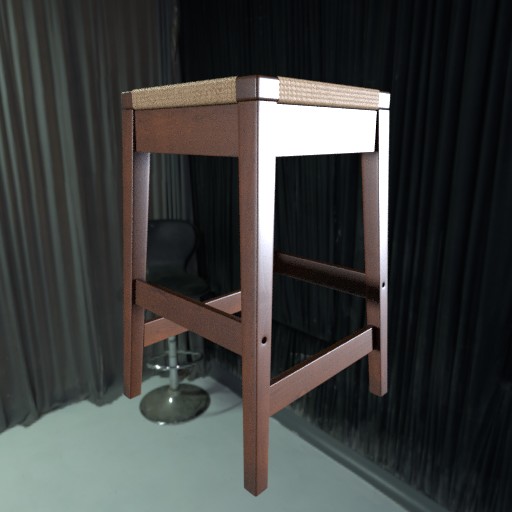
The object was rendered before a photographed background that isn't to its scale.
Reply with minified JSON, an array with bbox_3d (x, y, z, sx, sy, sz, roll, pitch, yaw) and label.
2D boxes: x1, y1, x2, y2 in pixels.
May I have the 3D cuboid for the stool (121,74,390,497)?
[{"bbox_3d":[0.000,0.000,1.088,0.497,0.762,0.507,15,21,43],"label":"stool"}]
